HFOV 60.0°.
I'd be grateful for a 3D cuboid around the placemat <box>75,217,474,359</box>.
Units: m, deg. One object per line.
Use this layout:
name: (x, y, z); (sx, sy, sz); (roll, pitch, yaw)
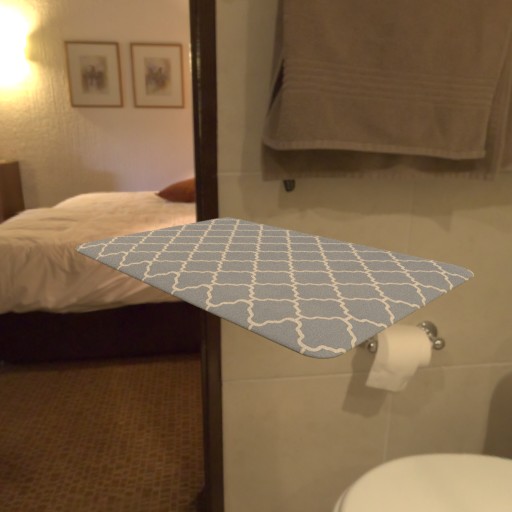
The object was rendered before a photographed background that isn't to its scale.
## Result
placemat: (0.000, 0.000, 0.974); (0.508, 0.021, 0.762); (-15, 22, -42)
